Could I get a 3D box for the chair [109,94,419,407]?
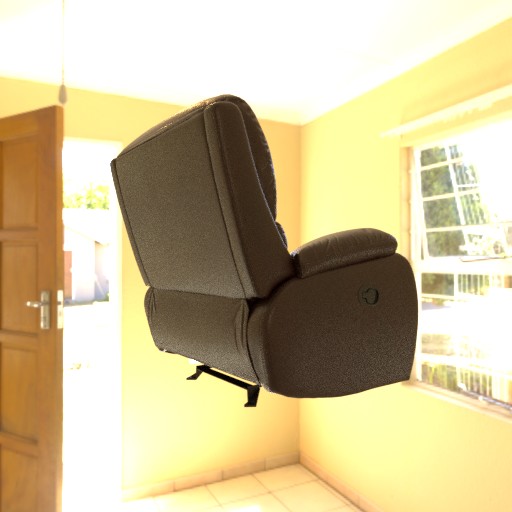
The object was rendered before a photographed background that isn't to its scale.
[{"bbox_3d":[0.000,0.000,1.765,0.899,1.011,0.930,0,-1,-36],"label":"chair"}]
